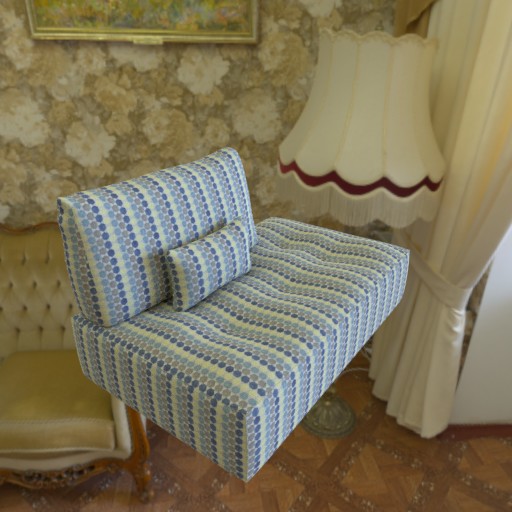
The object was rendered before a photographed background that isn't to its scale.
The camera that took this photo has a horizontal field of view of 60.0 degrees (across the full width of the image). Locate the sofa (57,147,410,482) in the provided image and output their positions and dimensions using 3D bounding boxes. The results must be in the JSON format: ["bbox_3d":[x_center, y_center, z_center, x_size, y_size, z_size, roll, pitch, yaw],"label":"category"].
[{"bbox_3d":[0.000,0.000,2.019,1.000,0.820,1.450,17,31,32],"label":"sofa"}]
